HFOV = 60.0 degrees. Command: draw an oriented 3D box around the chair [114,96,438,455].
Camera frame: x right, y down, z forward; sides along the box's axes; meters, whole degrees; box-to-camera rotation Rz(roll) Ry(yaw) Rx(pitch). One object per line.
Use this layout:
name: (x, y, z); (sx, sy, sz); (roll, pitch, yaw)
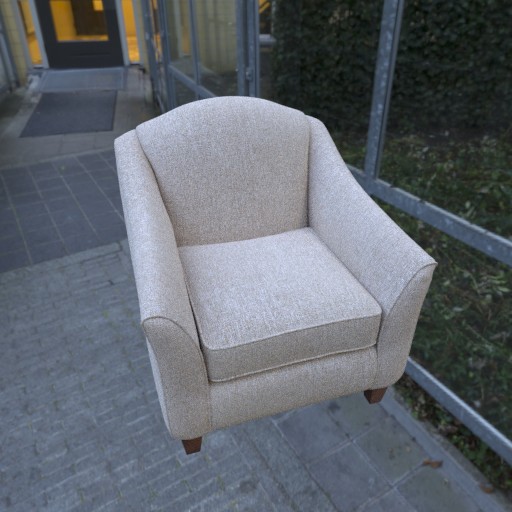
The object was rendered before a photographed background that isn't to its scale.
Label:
chair: (0.000, 0.000, 1.418); (0.763, 0.839, 0.787); (-10, 33, -15)
